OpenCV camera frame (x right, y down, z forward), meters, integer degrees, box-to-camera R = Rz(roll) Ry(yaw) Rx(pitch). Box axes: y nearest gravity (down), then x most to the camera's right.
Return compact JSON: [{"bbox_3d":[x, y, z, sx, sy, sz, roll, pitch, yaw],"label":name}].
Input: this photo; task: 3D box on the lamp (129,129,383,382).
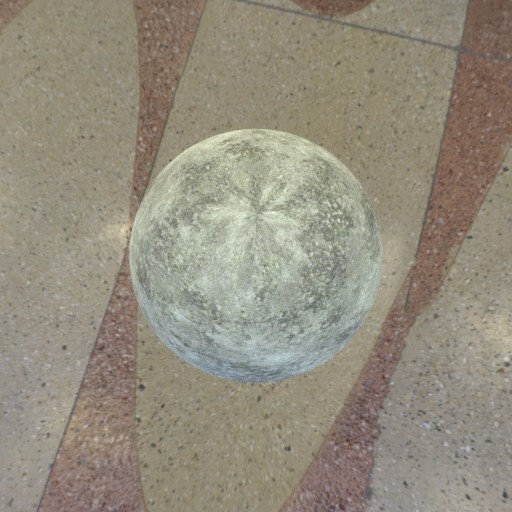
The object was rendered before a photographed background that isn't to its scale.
[{"bbox_3d":[0.000,0.000,0.768,0.422,0.429,0.422,0,76,0],"label":"lamp"}]
